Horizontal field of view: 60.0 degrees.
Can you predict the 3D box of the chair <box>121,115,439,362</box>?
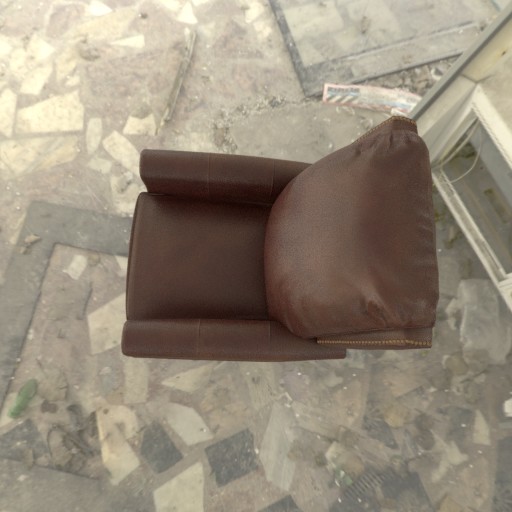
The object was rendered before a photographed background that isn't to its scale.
[{"bbox_3d":[0.000,0.000,1.773,1.089,1.022,0.826,2,75,1],"label":"chair"}]
